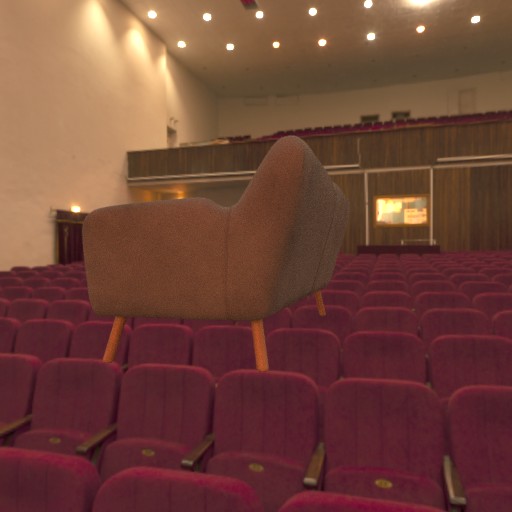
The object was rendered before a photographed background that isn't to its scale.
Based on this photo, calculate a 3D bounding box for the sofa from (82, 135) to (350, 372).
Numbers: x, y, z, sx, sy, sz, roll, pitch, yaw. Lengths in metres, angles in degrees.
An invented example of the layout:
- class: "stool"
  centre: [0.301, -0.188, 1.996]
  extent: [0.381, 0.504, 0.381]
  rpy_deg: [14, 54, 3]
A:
- class: "sofa"
  centre: [0.000, 0.000, 2.346]
  extent: [0.850, 0.810, 1.870]
  rpy_deg: [0, 0, 17]
